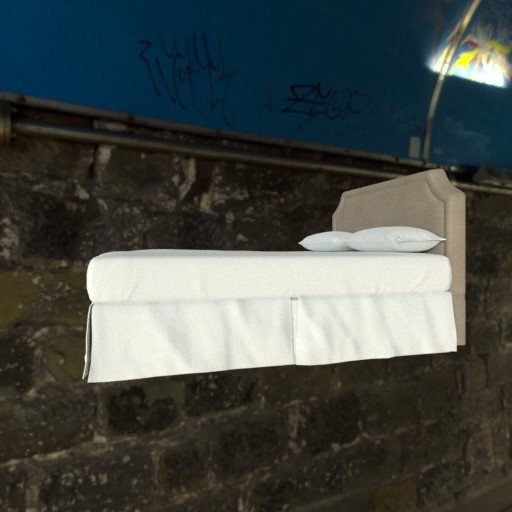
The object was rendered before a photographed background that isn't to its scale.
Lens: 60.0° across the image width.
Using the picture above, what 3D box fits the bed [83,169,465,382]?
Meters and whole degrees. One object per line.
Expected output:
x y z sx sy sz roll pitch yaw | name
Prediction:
0.000 0.000 3.554 2.498 1.293 1.977 0 1 -17 | bed
